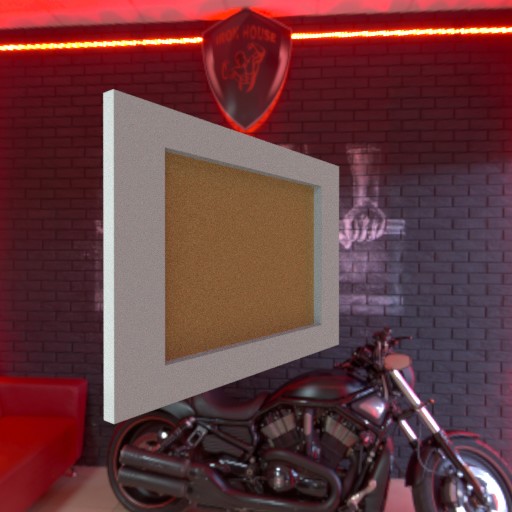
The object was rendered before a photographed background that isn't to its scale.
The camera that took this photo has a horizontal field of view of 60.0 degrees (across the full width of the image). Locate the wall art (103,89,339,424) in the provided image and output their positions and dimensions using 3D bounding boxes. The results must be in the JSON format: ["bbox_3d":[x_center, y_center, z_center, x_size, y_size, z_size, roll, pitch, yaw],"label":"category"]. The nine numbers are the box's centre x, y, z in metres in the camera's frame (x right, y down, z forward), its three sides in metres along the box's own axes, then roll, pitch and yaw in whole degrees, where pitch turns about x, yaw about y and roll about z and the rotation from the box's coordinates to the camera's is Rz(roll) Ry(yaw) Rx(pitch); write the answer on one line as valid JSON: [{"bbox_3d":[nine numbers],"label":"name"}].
[{"bbox_3d":[0.000,0.000,1.186,0.033,0.617,0.906,0,0,37],"label":"wall art"}]
